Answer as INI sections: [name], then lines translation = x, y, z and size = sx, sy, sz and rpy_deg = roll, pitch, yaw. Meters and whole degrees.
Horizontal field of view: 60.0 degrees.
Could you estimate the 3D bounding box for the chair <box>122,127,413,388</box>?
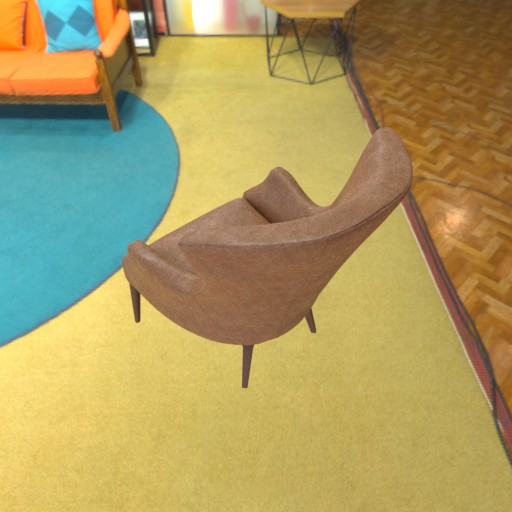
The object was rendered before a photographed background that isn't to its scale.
[chair]
translation = 0.000, 0.000, 1.740
size = 0.846, 1.067, 0.955
rpy_deg = -32, 54, -27
